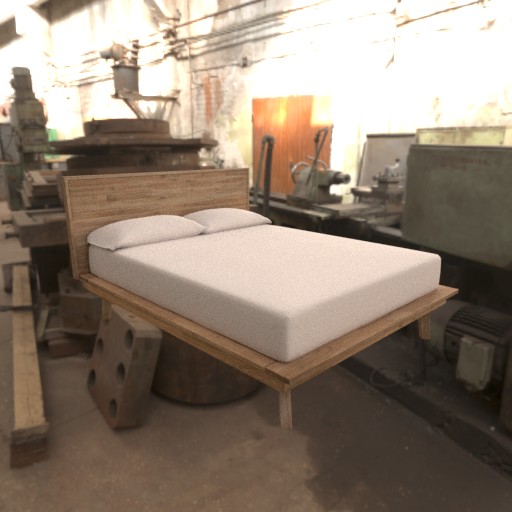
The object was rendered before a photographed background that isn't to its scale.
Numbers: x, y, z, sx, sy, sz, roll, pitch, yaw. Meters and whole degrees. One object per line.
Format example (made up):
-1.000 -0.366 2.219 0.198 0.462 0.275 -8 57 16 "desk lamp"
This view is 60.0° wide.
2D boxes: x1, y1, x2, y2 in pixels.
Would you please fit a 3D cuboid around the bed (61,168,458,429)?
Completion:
0.000 0.000 3.094 1.759 1.071 2.145 -13 19 -42 "bed"
